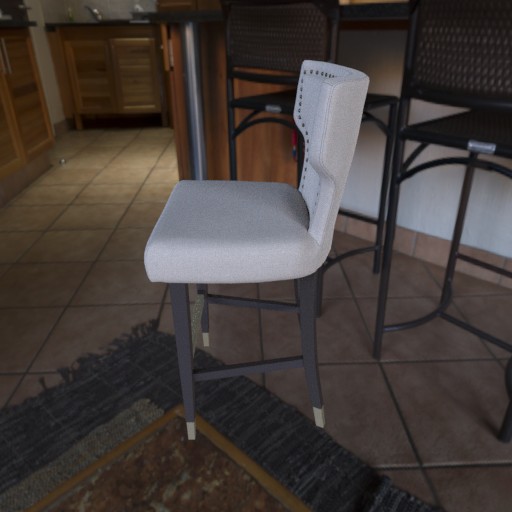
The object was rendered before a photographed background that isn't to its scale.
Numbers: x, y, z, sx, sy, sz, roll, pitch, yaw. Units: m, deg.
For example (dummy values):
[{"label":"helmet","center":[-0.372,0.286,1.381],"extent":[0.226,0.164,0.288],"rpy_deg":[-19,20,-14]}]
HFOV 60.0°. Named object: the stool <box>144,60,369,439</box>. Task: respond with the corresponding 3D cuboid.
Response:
[{"label":"stool","center":[0.000,0.000,1.388],"extent":[0.563,1.092,0.526],"rpy_deg":[0,28,0]}]
